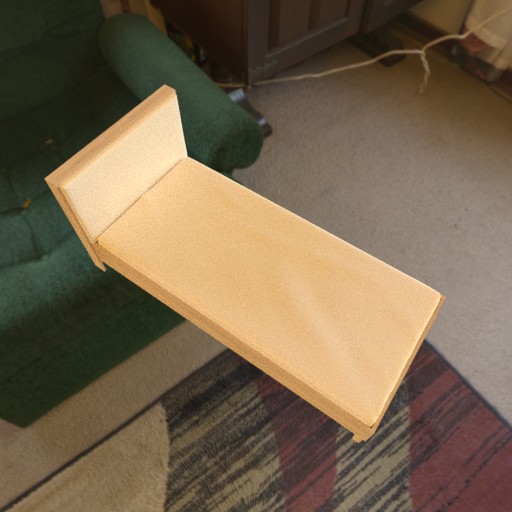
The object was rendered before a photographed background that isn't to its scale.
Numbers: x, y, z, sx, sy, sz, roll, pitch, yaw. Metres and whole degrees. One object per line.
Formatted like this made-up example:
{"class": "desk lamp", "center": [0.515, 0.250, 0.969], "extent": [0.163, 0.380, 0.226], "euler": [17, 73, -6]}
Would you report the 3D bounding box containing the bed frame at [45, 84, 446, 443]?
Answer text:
{"class": "bed frame", "center": [0.000, 0.000, 2.708], "extent": [2.140, 0.920, 0.990], "euler": [31, 63, 18]}
